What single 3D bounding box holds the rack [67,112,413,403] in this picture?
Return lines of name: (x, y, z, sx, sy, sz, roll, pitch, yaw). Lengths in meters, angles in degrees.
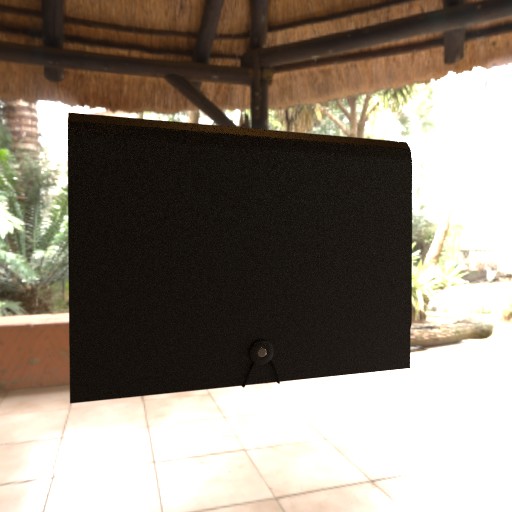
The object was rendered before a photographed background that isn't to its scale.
rack: (0.000, 0.000, 0.426, 0.330, 0.241, 0.041, 0, 1, -18)
